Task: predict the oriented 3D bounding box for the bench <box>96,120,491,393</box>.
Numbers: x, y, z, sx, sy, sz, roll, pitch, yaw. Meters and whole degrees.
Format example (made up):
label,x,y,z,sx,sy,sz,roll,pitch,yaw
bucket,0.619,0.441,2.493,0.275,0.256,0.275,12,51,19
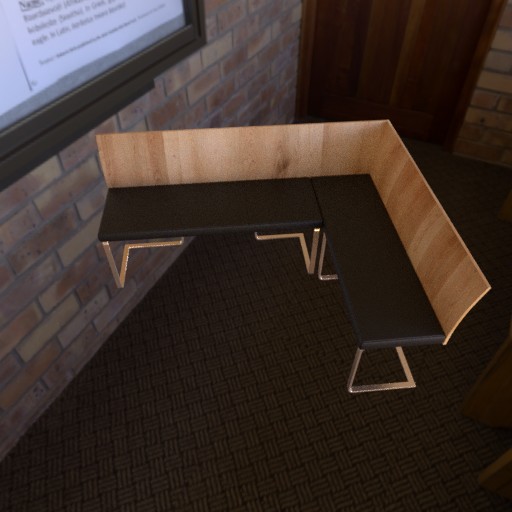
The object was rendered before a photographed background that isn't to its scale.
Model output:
label,x,y,z,sx,sy,sz,roll,pitch,yaw
bench,0.000,0.000,2.744,1.945,0.930,1.495,-4,46,-4
